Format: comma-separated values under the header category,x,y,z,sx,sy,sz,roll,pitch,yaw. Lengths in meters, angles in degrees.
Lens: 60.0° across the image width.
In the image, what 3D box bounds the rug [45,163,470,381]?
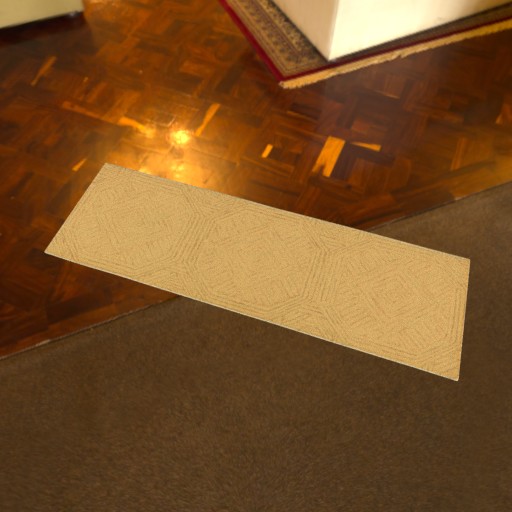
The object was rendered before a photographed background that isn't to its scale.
category,x,y,z,sx,sy,sz,roll,pitch,yaw
rug,0.000,0.000,2.674,2.452,0.012,0.775,16,60,10
